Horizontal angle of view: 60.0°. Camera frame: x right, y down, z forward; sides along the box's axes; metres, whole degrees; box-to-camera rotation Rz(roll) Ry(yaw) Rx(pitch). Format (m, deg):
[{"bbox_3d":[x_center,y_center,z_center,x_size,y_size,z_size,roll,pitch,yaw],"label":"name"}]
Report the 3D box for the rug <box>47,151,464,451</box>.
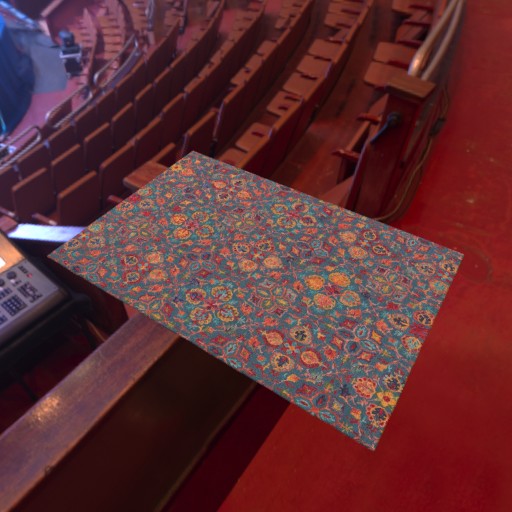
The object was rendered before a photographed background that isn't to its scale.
[{"bbox_3d":[0.000,0.000,2.335,1.836,0.014,1.216,25,50,23],"label":"rug"}]
